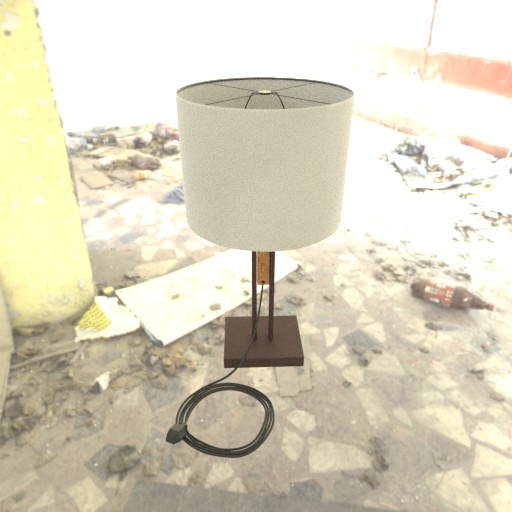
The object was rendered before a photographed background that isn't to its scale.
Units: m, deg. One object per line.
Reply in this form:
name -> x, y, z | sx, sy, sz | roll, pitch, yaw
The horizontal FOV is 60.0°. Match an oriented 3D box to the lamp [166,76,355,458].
lamp -> 0.000, 0.000, 0.981 | 0.396, 0.668, 0.525 | -1, 30, -2
